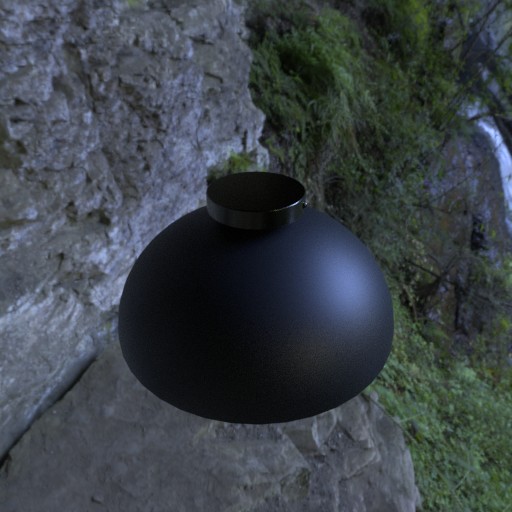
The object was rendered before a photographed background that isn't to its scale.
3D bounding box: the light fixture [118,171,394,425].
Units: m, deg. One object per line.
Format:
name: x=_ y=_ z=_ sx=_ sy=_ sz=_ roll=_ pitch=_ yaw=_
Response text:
light fixture: x=0.000 y=0.000 z=0.547 sx=0.355 sy=0.177 sz=0.355 roll=0 pitch=32 yaw=0
